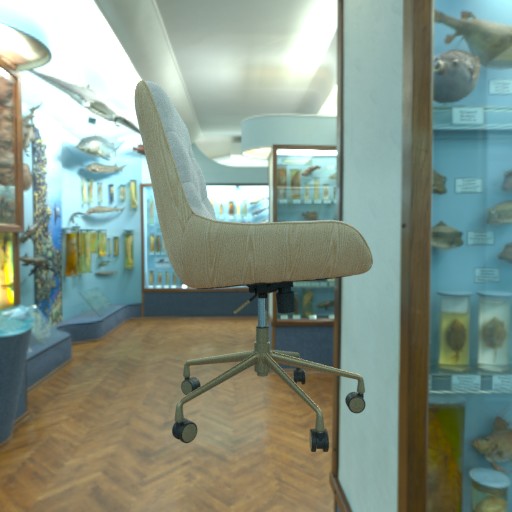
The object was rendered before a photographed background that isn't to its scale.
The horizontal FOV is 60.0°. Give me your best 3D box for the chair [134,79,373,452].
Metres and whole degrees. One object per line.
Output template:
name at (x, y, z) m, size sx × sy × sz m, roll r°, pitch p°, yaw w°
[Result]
chair at (0.000, 0.000, 1.340) m, size 0.668 × 0.952 × 0.564 m, roll 0°, pitch 2°, yaw 0°
